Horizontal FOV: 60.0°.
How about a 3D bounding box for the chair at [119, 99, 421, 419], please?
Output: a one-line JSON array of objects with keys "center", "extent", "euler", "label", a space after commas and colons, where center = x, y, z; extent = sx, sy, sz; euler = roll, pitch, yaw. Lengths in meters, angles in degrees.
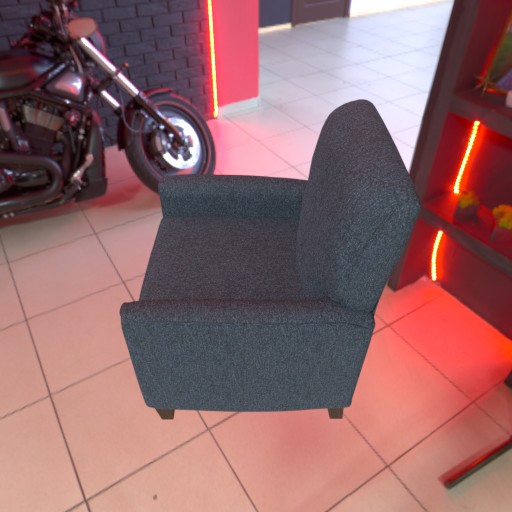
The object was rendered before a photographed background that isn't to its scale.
[{"center": [0.000, 0.000, 1.648], "extent": [0.850, 1.016, 0.839], "euler": [0, 41, 0], "label": "chair"}]
